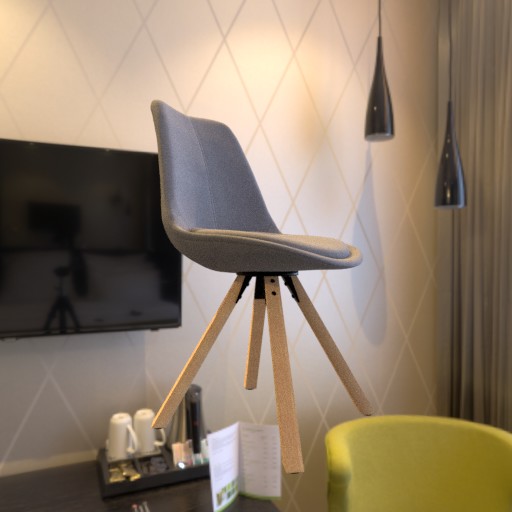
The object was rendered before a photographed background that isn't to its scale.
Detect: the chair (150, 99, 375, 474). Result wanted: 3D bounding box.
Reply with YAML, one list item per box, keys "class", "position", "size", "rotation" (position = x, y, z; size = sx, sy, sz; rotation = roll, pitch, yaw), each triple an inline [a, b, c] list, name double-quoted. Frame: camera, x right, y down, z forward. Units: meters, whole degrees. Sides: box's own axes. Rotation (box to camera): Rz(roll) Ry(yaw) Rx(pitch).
- class: "chair"
  position: [0.000, 0.000, 1.181]
  size: [0.549, 0.863, 0.474]
  rotation: [0, 0, 36]
